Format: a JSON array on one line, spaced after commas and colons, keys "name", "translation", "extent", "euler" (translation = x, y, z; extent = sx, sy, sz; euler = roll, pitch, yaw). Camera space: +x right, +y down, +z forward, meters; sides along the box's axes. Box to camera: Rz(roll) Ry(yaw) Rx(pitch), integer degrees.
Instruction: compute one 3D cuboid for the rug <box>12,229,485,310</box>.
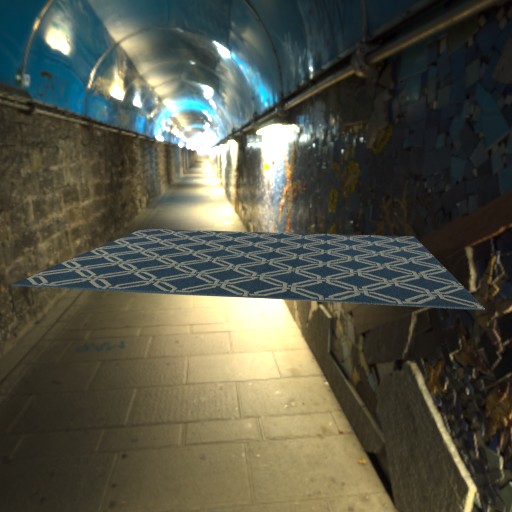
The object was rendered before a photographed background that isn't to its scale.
[{"name": "rug", "translation": [0.000, 0.000, 4.244], "extent": [3.342, 0.018, 2.432], "euler": [2, 14, 9]}]
